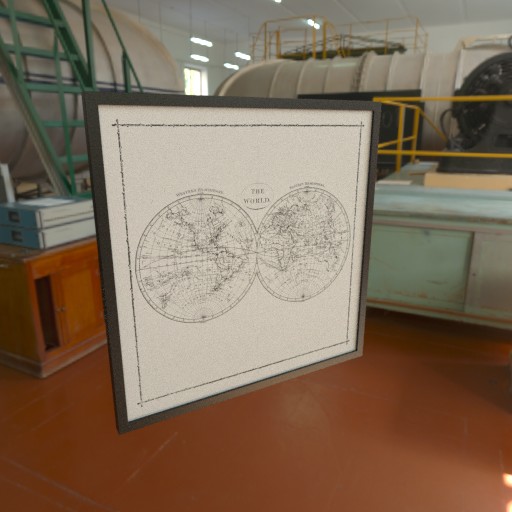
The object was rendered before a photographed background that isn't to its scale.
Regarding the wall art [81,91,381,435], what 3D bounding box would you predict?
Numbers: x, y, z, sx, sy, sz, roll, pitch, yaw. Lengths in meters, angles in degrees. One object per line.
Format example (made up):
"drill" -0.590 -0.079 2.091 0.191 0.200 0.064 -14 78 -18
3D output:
"wall art" 0.000 0.000 1.150 0.773 0.775 0.031 -9 19 -28
